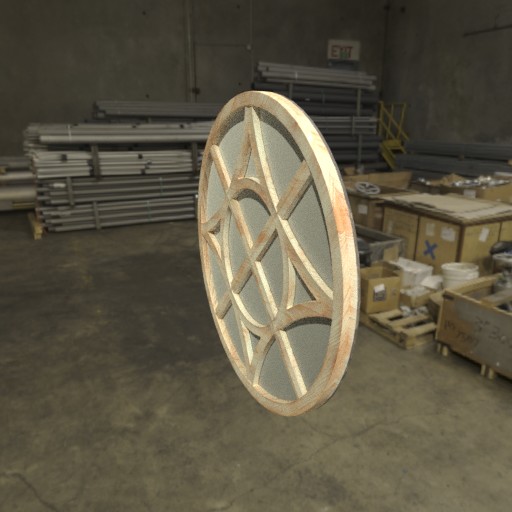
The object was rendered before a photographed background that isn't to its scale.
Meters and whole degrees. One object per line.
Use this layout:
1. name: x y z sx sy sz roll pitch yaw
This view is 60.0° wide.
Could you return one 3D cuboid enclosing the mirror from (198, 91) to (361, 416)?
1. mirror: 0.000 0.000 1.021 0.038 0.710 0.710 -8 18 -25
